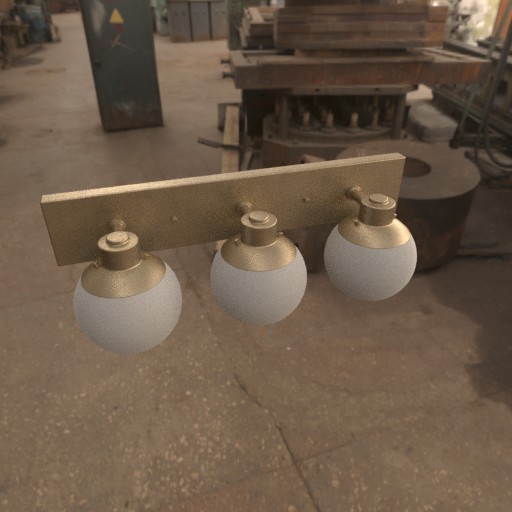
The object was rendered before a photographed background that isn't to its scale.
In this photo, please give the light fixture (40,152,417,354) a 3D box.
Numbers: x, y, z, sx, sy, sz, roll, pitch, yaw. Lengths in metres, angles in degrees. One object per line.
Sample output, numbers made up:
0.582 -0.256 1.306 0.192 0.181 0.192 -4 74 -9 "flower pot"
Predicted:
0.000 0.000 0.853 0.721 0.263 0.218 -10 34 -15 "light fixture"
